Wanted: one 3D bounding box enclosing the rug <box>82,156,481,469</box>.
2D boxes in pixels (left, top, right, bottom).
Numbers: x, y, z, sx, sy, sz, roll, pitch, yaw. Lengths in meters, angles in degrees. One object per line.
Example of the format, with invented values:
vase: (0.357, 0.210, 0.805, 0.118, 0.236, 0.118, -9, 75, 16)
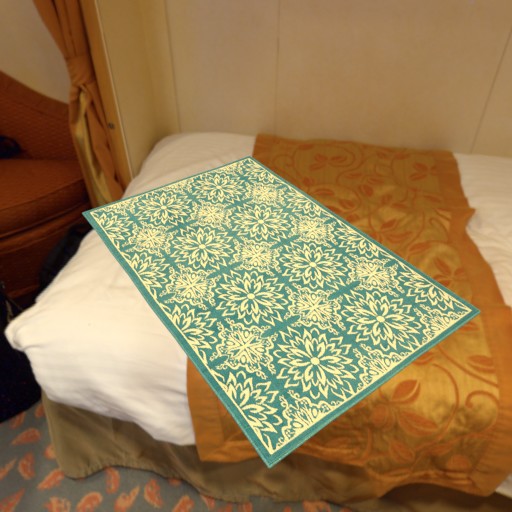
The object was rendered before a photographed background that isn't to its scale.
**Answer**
rug: (0.000, 0.000, 3.497, 1.830, 0.018, 2.769, -25, 46, -26)
